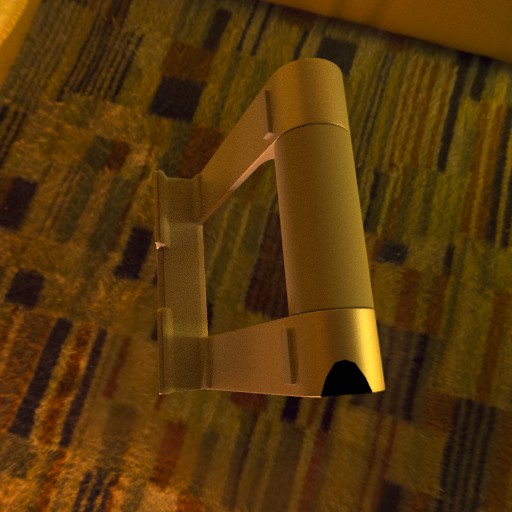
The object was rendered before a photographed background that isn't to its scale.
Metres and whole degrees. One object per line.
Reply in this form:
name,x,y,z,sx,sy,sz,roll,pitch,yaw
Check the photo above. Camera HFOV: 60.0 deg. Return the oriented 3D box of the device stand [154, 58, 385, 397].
device stand,0.000,0.000,0.148,0.079,0.084,0.086,-4,77,-1
